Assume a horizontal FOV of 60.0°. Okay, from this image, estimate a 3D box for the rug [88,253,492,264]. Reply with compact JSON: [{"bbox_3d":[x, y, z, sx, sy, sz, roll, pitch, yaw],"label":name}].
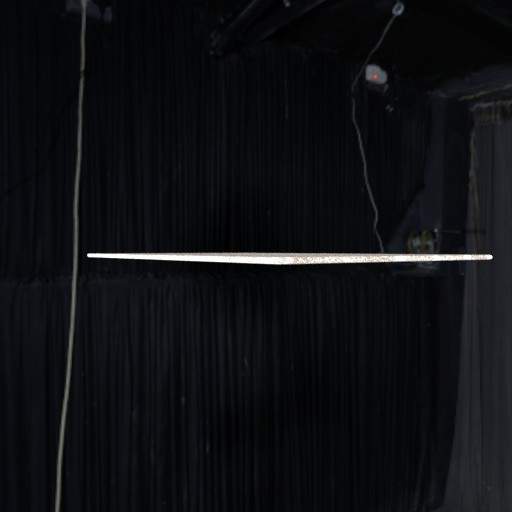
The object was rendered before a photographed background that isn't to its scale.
[{"bbox_3d":[0.000,0.000,3.428,1.778,0.030,2.743,-1,1,-36],"label":"rug"}]
